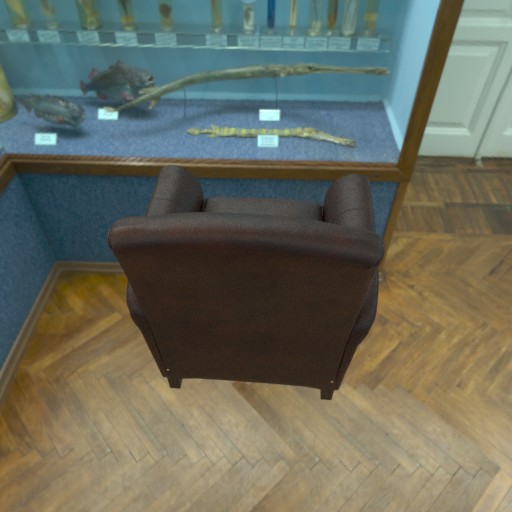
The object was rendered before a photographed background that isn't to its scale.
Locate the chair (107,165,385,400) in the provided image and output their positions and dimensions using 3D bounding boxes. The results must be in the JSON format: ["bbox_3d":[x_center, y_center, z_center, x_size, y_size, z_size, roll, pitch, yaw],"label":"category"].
[{"bbox_3d":[0.000,0.000,1.794,0.978,1.061,0.902,3,46,3],"label":"chair"}]
